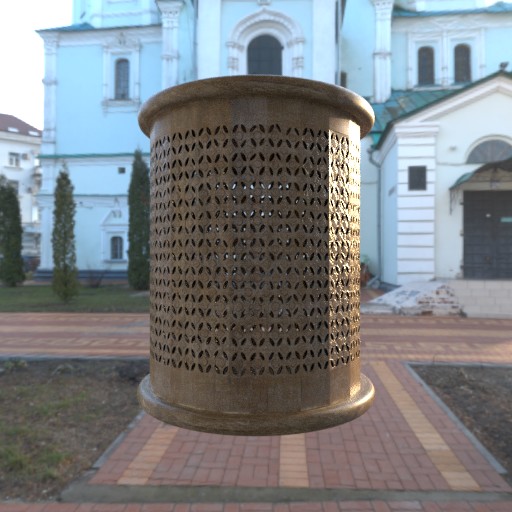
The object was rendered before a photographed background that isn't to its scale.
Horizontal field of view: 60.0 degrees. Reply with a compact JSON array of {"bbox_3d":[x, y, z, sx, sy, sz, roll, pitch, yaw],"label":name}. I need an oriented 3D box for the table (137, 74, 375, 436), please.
[{"bbox_3d":[0.000,0.000,0.786,0.407,0.482,0.407,0,0,0],"label":"table"}]
